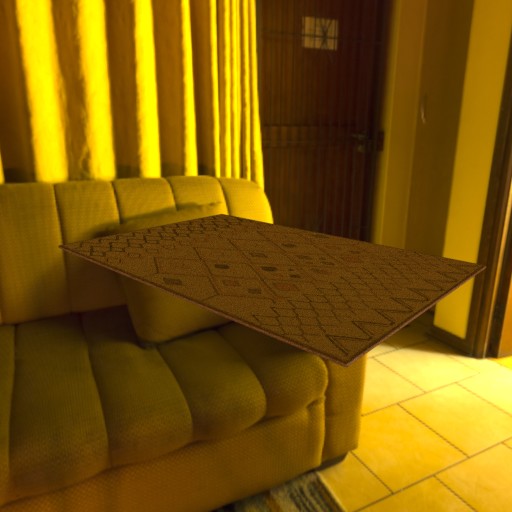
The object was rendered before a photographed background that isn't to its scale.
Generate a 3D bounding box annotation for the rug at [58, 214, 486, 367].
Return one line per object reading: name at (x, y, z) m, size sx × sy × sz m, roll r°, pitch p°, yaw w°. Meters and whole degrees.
rug at (0.000, 0.000, 2.255) m, size 1.829 × 0.016 × 1.219 m, roll 15°, pitch 22°, yaw 41°
